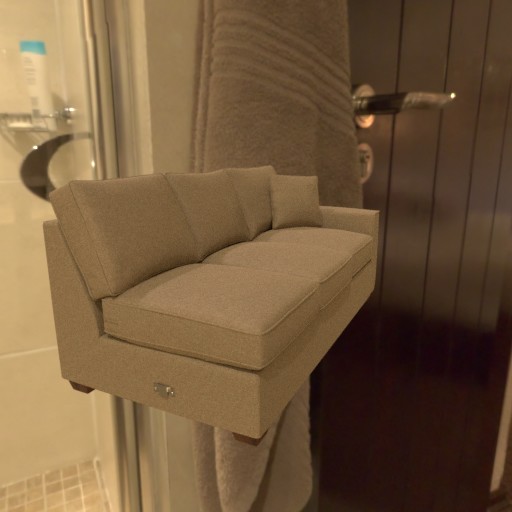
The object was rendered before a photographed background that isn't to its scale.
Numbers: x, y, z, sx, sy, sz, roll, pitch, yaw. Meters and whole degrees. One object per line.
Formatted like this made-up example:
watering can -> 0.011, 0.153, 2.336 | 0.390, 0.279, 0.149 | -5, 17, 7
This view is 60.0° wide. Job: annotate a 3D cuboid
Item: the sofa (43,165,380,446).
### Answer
sofa -> 0.000, 0.000, 2.509 | 1.034, 0.946, 1.963 | 7, 15, 26
